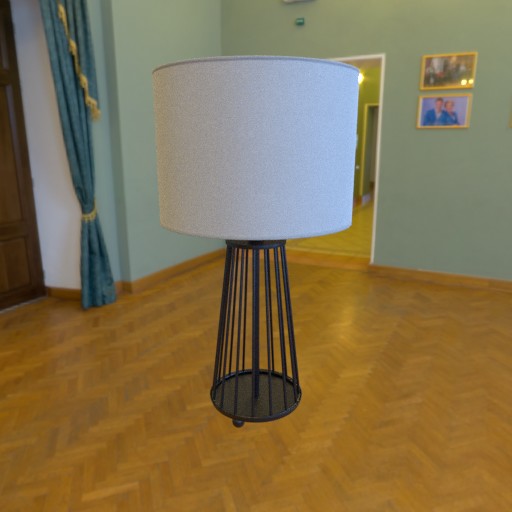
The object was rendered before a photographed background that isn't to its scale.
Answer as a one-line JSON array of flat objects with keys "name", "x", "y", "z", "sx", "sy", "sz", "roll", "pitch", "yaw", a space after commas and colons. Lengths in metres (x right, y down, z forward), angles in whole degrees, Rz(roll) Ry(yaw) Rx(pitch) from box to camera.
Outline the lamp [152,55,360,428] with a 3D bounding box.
[{"name": "lamp", "x": 0.000, "y": 0.000, "z": 0.776, "sx": 0.322, "sy": 0.593, "sz": 0.322, "roll": 7, "pitch": 16, "yaw": 25}]
